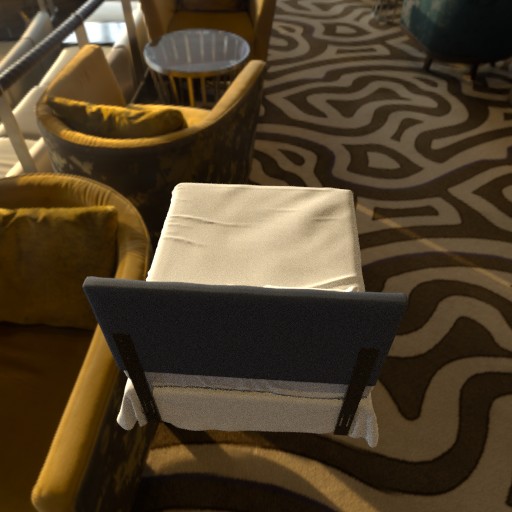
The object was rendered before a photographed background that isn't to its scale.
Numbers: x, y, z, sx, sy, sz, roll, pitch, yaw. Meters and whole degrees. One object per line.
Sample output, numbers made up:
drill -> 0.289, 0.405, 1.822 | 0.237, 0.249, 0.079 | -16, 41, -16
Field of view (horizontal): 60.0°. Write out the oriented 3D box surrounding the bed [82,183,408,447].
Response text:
bed -> 0.000, 0.000, 3.446 | 1.936, 1.577, 2.222 | 3, 46, 3
